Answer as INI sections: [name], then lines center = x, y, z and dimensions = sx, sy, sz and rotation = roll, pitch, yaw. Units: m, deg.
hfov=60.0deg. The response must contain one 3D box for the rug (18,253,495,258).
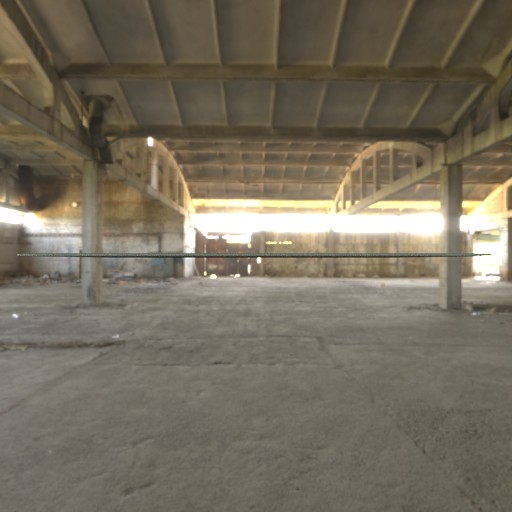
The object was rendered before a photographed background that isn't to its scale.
[rug]
center = 0.000, 0.000, 2.316
dimensions = 1.840, 0.012, 1.219
rotation = 0, 0, 0
